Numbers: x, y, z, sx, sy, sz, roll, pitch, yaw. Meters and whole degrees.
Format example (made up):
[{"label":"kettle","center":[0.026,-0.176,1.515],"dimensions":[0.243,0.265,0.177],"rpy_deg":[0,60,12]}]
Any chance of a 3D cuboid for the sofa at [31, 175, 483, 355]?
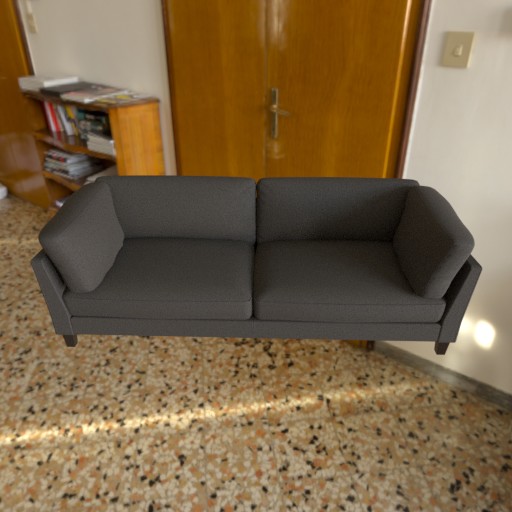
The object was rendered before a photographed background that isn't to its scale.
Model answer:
[{"label":"sofa","center":[0.000,0.000,2.731],"dimensions":[2.312,0.792,0.969],"rpy_deg":[1,29,2]}]
